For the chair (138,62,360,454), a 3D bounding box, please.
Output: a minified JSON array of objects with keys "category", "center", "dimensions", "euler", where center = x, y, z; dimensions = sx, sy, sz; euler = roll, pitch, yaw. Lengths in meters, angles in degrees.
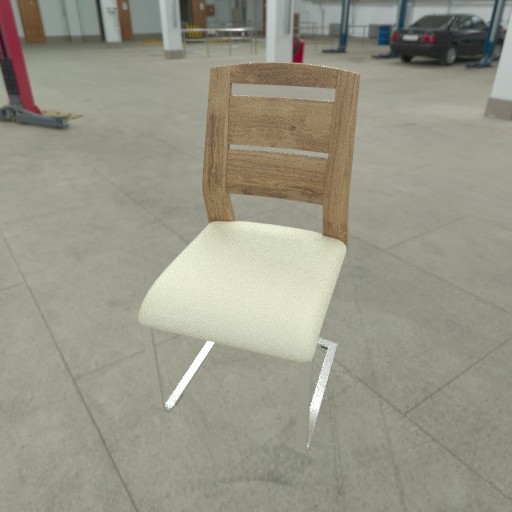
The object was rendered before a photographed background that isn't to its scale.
[{"category":"chair","center":[0.000,0.000,1.241],"dimensions":[0.457,0.955,0.561],"euler":[10,30,17]}]
